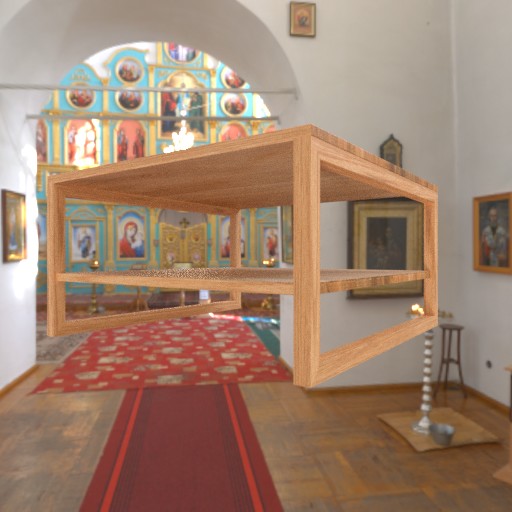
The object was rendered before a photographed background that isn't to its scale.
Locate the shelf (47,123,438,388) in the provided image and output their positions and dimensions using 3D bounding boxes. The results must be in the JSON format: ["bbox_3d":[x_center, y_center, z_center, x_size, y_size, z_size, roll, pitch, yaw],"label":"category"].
[{"bbox_3d":[0.000,0.000,1.430,0.899,0.480,0.899,0,0,36],"label":"shelf"}]
